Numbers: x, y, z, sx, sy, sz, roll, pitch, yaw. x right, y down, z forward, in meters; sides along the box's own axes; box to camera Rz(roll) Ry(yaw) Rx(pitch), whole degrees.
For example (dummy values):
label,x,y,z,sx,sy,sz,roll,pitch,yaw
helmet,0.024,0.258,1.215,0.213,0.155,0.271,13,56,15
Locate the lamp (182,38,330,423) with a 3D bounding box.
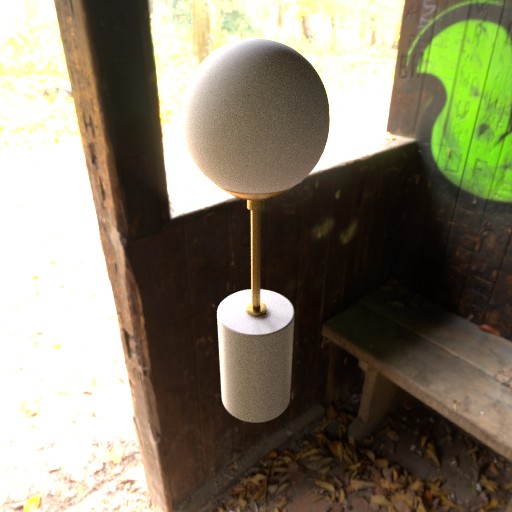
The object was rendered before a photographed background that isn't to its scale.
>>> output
label,x,y,z,sx,sy,sz,roll,pitch,yaw
lamp,0.000,0.000,0.543,0.153,0.480,0.153,0,30,0
